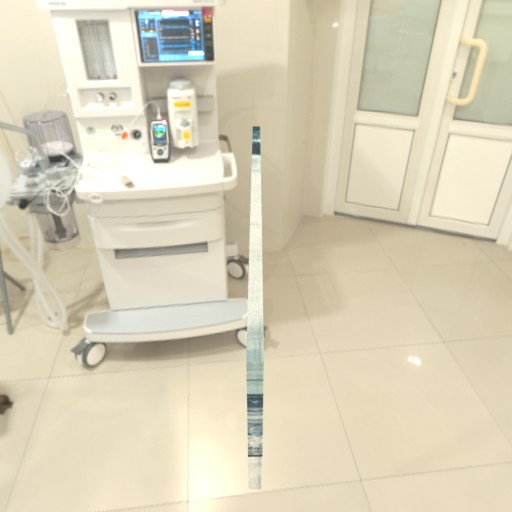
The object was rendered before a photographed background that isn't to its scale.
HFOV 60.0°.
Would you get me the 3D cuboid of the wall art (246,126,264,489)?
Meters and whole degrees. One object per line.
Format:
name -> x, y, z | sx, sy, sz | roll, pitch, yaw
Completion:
wall art -> 0.000, 0.000, 1.699 | 0.037, 0.509, 1.524 | 0, 34, 0
